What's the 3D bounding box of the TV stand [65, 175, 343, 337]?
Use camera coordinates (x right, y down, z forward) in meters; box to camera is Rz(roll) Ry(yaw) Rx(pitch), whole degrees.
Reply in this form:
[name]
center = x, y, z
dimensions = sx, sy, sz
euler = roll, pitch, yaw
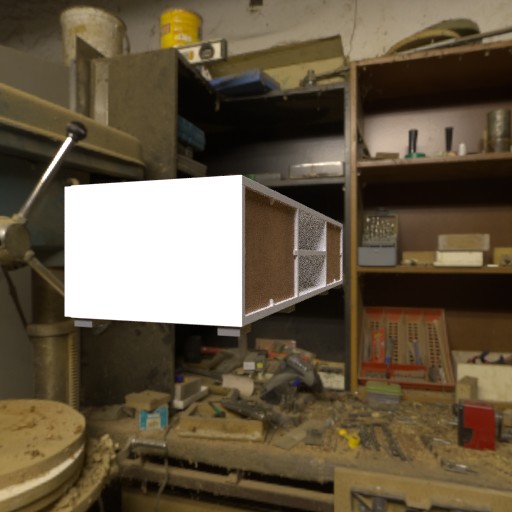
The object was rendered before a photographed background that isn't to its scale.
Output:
[TV stand]
center = 0.000, 0.000, 1.576
dimensions = 0.420, 0.310, 1.400
euler = 0, 0, 19
